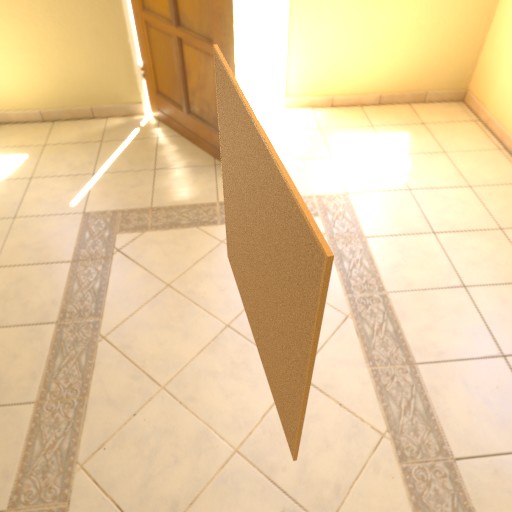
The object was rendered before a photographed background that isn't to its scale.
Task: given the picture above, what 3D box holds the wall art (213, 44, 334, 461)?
[{"bbox_3d":[0.000,0.000,1.420,0.013,0.959,0.962,-11,47,-11],"label":"wall art"}]
